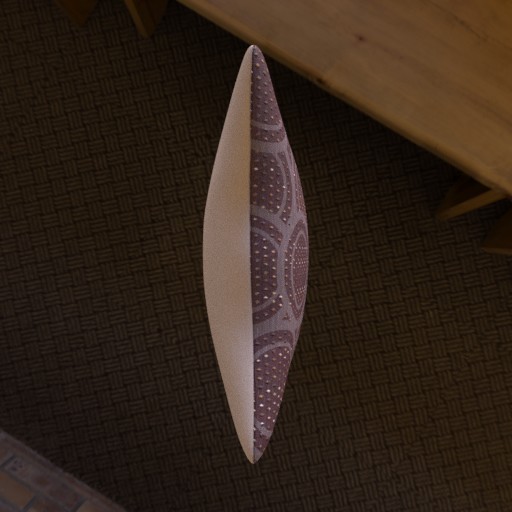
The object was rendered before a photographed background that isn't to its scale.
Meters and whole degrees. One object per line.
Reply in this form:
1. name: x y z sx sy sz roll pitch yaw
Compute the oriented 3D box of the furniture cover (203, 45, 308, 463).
1. furniture cover: 0.000 0.000 0.829 0.193 0.509 0.552 0 90 1
